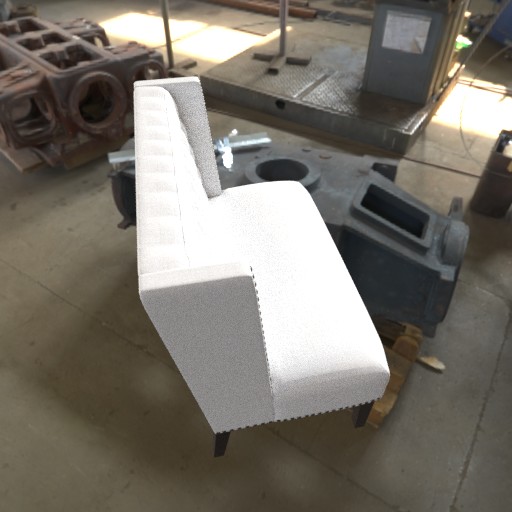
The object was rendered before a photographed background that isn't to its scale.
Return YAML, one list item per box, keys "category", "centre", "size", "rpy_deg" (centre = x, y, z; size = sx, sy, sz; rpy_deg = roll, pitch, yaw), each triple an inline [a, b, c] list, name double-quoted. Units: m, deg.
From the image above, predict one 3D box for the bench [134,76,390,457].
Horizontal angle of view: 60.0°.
- category: "bench"
  centre: [0.000, 0.000, 1.966]
  size: [0.847, 1.123, 1.280]
  rpy_deg: [-8, 45, -8]
